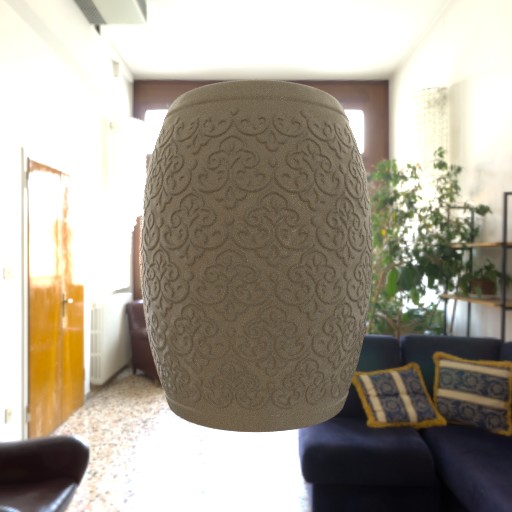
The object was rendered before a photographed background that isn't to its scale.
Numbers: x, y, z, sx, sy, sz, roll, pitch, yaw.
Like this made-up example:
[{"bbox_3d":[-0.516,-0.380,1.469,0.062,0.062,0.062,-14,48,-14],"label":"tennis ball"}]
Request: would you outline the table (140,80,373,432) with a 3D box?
[{"bbox_3d":[0.000,0.000,0.607,0.309,0.397,0.309,0,0,0],"label":"table"}]
